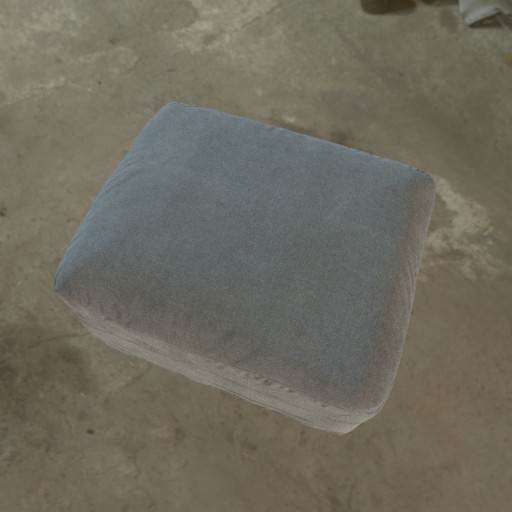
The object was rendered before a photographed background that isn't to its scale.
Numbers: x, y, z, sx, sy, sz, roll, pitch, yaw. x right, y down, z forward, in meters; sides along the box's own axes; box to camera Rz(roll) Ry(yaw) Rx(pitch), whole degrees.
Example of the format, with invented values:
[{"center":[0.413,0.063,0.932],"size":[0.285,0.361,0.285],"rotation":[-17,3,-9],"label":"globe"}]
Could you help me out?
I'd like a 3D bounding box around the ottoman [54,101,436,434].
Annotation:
[{"center":[0.000,0.000,1.223],"size":[0.837,0.481,0.683],"rotation":[19,64,9],"label":"ottoman"}]
